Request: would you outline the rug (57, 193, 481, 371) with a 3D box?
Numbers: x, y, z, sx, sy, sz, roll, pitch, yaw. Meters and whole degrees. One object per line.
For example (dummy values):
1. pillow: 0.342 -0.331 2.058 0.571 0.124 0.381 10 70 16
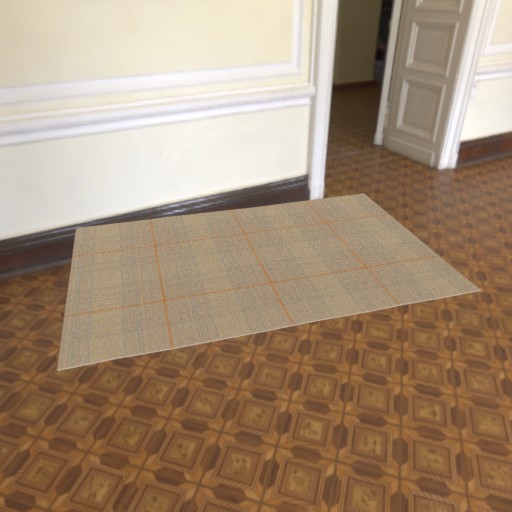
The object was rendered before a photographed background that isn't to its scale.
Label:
1. rug: 0.000 0.000 3.062 2.442 0.016 1.527 -8 33 -13
